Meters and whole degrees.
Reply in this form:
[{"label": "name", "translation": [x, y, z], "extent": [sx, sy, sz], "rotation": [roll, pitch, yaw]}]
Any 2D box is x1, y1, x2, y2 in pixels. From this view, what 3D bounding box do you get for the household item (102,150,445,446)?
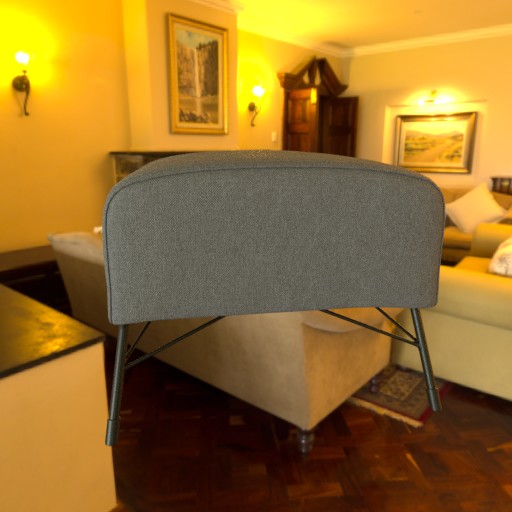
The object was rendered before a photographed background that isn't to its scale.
[{"label": "household item", "translation": [0.000, 0.000, 0.880], "extent": [0.530, 0.410, 0.530], "rotation": [-2, 14, -9]}]
